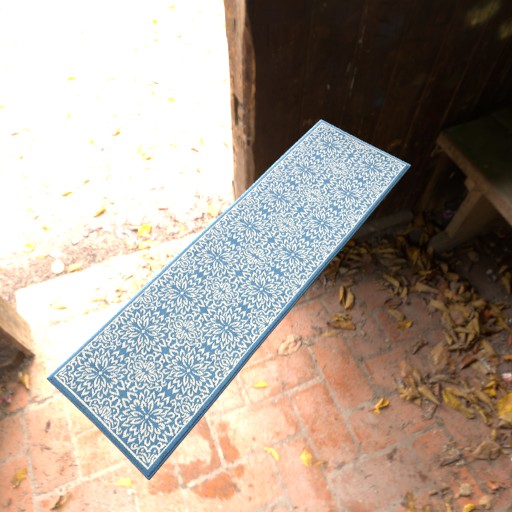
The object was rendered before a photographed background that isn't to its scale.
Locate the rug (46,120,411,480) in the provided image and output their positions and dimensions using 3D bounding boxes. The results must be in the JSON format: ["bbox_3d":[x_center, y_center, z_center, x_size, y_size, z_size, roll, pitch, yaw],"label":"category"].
[{"bbox_3d":[0.000,0.000,2.341,0.662,0.011,2.196,34,63,20],"label":"rug"}]
